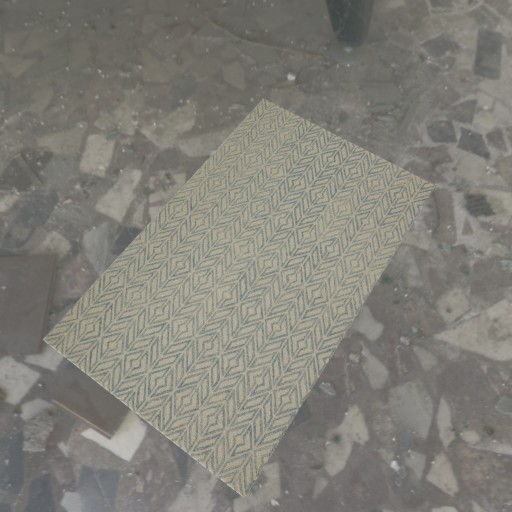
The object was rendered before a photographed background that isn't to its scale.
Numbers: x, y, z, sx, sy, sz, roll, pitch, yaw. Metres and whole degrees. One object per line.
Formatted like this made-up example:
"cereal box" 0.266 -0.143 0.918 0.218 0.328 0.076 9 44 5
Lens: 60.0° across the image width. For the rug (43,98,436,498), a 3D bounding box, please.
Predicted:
"rug" 0.000 0.000 2.997 1.526 0.008 2.441 32 68 14
